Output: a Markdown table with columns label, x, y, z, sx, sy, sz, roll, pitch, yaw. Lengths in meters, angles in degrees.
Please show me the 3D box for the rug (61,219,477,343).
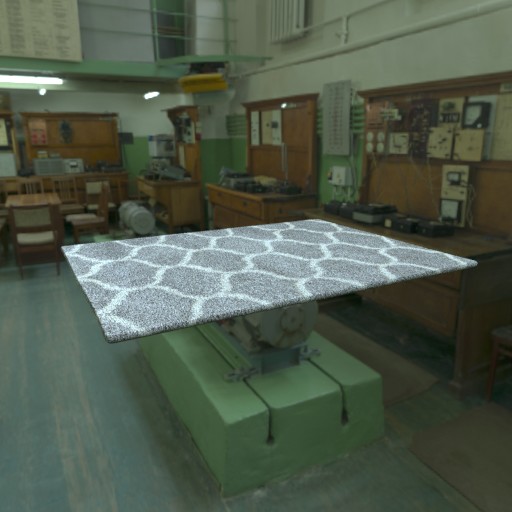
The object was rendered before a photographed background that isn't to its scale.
| label | x | y | z | sx | sy | sz | roll | pitch | yaw |
| --- | --- | --- | --- | --- | --- | --- | --- | --- | --- |
| rug | 0.000 | 0.000 | 2.104 | 1.600 | 0.025 | 1.200 | -8 | 17 | -28 |
